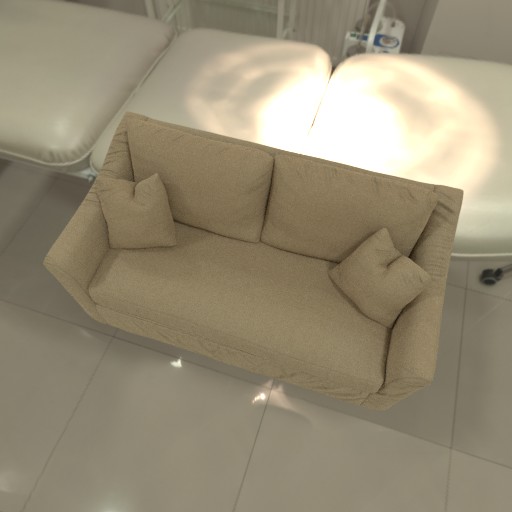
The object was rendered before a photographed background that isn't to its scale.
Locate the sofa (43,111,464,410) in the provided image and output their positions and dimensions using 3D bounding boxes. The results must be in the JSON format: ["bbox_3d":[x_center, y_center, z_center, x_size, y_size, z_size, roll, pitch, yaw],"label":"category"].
[{"bbox_3d":[0.000,0.000,2.551,2.010,1.018,1.072,16,60,9],"label":"sofa"}]
